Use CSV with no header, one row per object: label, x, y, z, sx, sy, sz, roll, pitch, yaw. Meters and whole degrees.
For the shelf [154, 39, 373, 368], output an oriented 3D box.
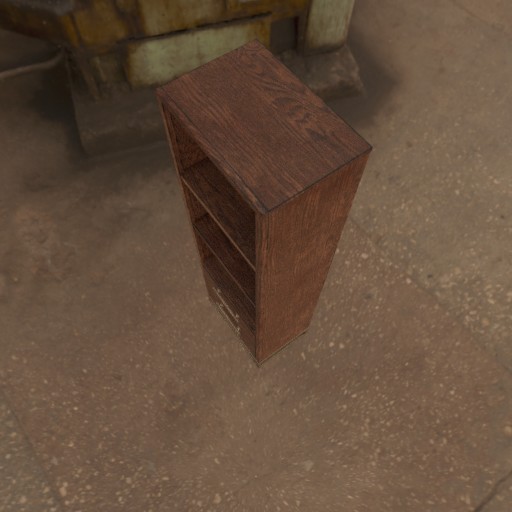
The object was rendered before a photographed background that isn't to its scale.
shelf,0.000,0.000,2.018,0.395,1.732,0.539,-33,68,-15
